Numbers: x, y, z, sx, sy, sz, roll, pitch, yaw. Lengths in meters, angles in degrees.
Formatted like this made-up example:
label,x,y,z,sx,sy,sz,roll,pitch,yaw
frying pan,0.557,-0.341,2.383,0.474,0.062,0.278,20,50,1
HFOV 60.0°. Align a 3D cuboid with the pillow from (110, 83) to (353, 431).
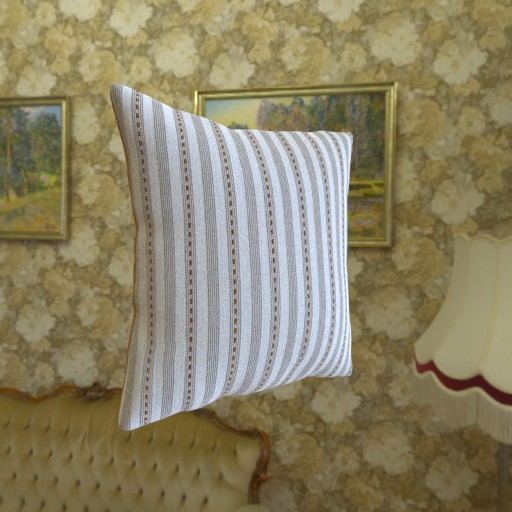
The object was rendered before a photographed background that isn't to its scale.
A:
label,x,y,z,sx,sy,sz,roll,pitch,yaw
pillow,0.000,0.000,0.668,0.432,0.437,0.147,-1,1,-37
